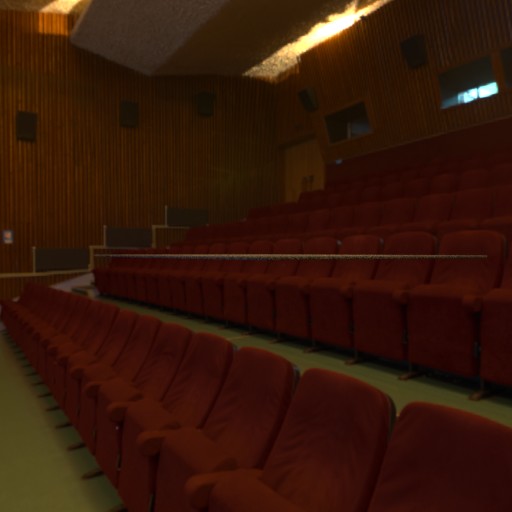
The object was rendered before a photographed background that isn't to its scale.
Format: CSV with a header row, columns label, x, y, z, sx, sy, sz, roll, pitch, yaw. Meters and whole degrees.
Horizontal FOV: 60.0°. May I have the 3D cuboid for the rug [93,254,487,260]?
label,x,y,z,sx,sy,sz,roll,pitch,yaw
rug,0.000,0.000,2.232,1.139,0.010,1.754,0,0,-35
